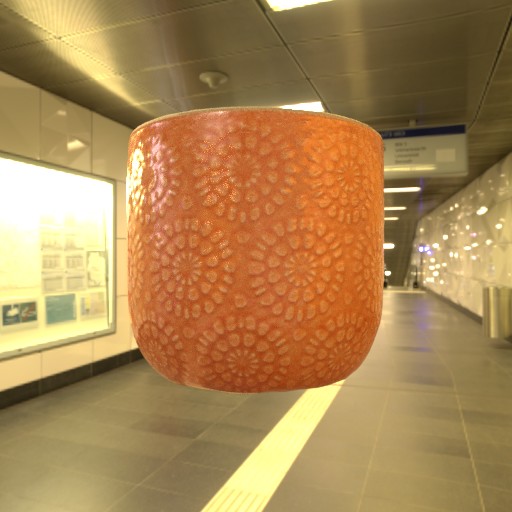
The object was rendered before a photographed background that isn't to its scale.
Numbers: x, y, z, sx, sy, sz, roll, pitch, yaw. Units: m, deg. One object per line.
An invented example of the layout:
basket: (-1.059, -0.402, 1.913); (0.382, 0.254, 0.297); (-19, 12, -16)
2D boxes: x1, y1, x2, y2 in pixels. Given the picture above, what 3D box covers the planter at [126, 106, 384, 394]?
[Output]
planter: (0.000, 0.000, 0.295); (0.170, 0.152, 0.170); (0, 0, 0)
